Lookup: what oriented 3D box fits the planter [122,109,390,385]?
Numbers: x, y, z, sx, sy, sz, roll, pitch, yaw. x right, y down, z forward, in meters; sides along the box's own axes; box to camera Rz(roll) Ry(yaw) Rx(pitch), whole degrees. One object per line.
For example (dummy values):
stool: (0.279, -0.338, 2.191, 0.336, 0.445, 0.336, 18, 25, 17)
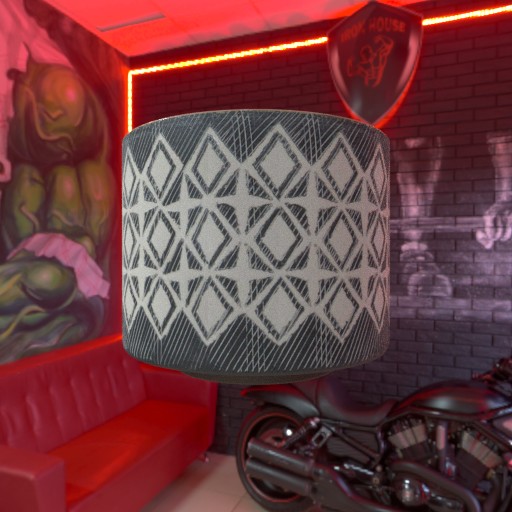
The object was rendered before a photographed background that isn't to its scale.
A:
planter: (0.000, 0.000, 0.219, 0.126, 0.104, 0.126, 0, 0, 0)
